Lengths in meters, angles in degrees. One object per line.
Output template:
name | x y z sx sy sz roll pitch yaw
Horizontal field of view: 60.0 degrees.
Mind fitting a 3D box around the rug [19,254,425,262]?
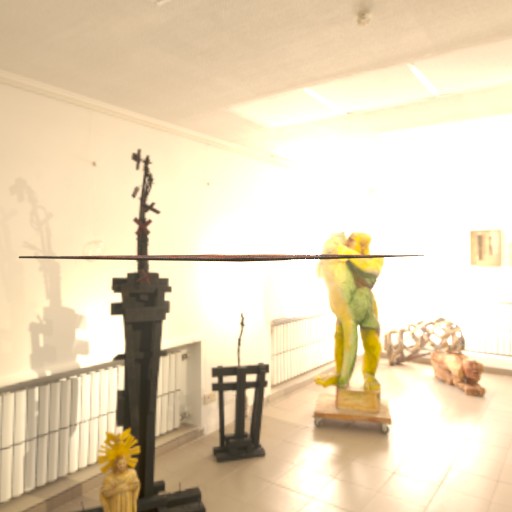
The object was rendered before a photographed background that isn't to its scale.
rug | 0.000 0.000 2.283 1.207 0.012 1.820 0 1 36
